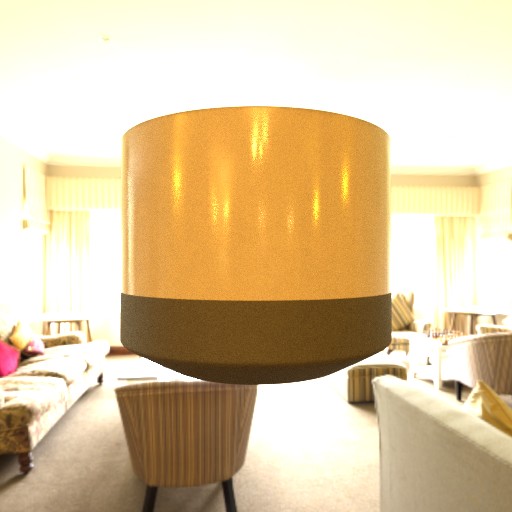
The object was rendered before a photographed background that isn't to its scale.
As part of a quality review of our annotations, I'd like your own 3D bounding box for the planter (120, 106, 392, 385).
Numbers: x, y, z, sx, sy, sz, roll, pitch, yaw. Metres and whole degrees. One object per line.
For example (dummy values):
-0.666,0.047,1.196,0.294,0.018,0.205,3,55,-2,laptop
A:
0.000,0.000,0.219,0.128,0.105,0.128,0,-1,0,planter
